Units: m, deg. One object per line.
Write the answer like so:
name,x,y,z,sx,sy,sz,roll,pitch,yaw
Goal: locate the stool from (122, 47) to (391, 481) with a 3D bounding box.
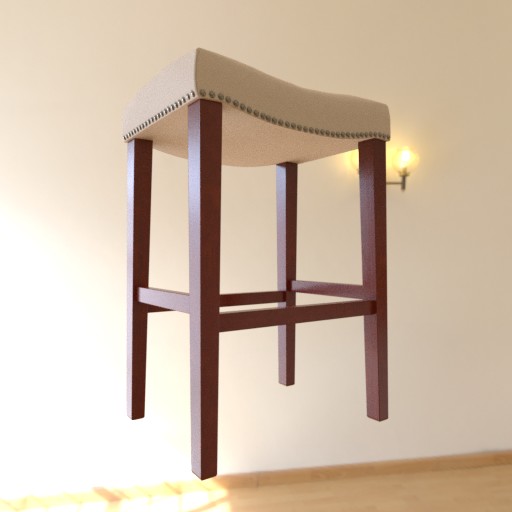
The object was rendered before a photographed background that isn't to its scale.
stool,0.000,0.000,1.014,0.504,0.742,0.372,0,0,-35
